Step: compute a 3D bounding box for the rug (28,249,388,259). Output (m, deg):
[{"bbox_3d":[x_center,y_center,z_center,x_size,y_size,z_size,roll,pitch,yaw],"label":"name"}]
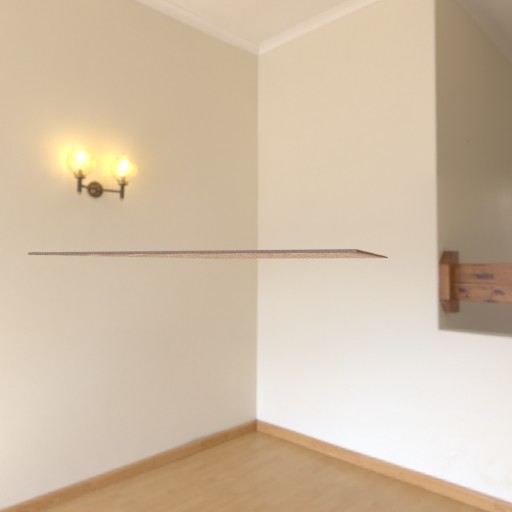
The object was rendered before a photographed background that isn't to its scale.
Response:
[{"bbox_3d":[0.000,0.000,2.980,1.600,0.013,2.260,0,-1,19],"label":"rug"}]
